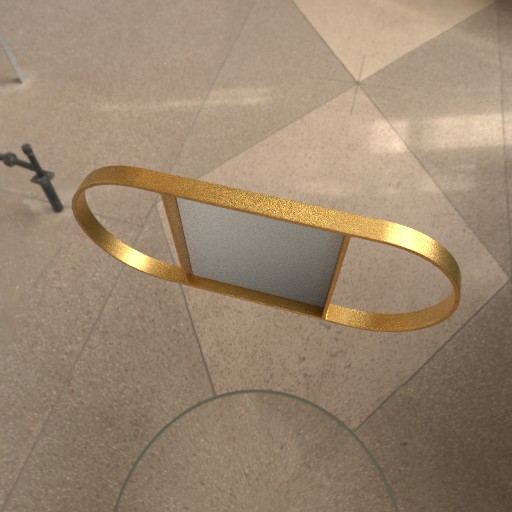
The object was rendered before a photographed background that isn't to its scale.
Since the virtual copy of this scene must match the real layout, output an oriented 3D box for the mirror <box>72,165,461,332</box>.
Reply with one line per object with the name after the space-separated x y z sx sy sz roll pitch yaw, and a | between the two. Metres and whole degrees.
0.000 0.000 0.670 0.584 0.254 0.032 13 58 8 | mirror
